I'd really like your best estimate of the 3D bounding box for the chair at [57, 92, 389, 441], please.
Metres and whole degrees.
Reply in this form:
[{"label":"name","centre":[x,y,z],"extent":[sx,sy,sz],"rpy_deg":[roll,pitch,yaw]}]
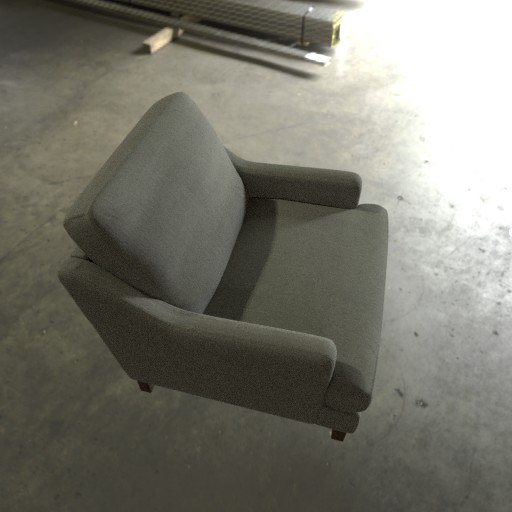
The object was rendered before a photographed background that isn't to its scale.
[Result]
[{"label":"chair","centre":[0.000,0.000,1.514],"extent":[0.892,0.821,0.826],"rpy_deg":[11,49,10]}]
